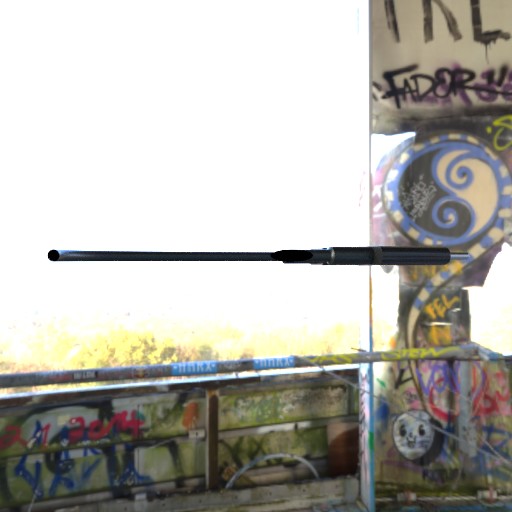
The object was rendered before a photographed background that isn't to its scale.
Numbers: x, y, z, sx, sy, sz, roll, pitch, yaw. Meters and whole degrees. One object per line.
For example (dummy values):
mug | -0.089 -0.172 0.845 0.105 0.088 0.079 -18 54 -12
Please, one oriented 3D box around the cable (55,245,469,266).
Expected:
cable | 0.000 0.000 0.113 0.098 0.006 0.040 0 -1 -17
